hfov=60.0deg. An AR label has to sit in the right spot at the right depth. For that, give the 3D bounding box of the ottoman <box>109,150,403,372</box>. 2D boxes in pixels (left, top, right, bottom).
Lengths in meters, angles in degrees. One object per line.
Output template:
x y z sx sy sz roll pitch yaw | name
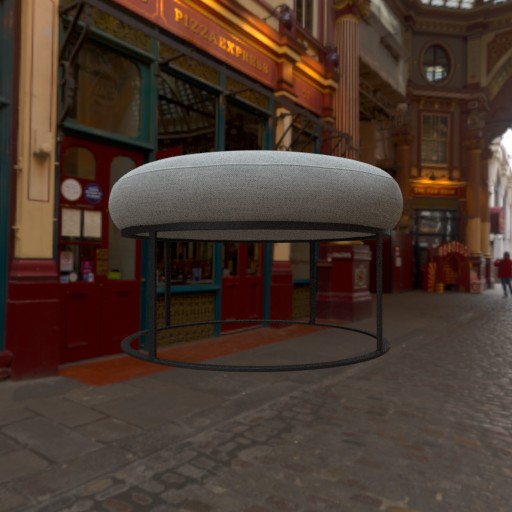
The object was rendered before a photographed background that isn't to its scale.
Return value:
0.000 0.000 1.216 0.769 0.459 0.769 0 -1 0 | ottoman
